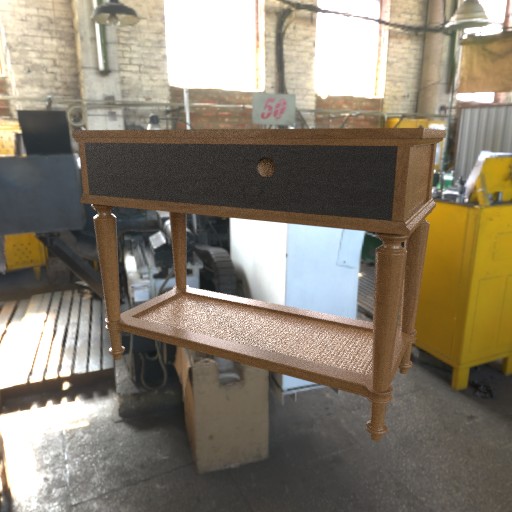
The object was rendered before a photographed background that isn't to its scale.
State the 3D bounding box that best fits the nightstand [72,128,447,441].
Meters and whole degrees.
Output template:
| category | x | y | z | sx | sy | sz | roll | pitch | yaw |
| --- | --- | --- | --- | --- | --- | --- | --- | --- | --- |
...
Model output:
| category | x | y | z | sx | sy | sz | roll | pitch | yaw |
| --- | --- | --- | --- | --- | --- | --- | --- | --- | --- |
| nightstand | 0.000 | 0.000 | 1.282 | 0.914 | 0.700 | 0.432 | 8 | 17 | 27 |
